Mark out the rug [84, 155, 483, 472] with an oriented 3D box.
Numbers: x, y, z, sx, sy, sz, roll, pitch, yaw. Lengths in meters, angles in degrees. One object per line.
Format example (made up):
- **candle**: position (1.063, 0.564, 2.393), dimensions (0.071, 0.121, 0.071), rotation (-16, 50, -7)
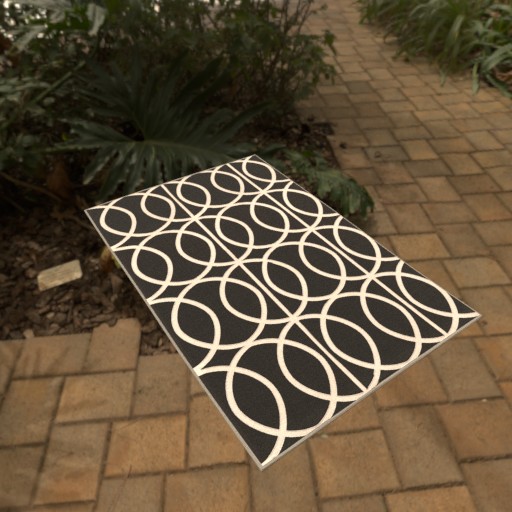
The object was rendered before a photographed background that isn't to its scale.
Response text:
- **rug**: position (0.000, 0.000, 2.877), dimensions (1.528, 0.014, 2.294), rotation (-24, 46, -25)
